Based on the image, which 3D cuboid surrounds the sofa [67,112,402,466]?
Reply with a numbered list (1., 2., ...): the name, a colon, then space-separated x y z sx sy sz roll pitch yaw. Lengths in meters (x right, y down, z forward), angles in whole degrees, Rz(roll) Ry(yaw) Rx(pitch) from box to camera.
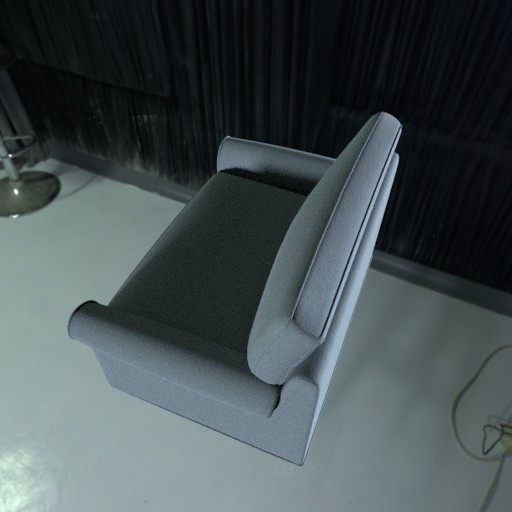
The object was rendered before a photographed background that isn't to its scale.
1. sofa: 0.000 0.000 1.989 0.940 0.953 1.410 17 48 16
